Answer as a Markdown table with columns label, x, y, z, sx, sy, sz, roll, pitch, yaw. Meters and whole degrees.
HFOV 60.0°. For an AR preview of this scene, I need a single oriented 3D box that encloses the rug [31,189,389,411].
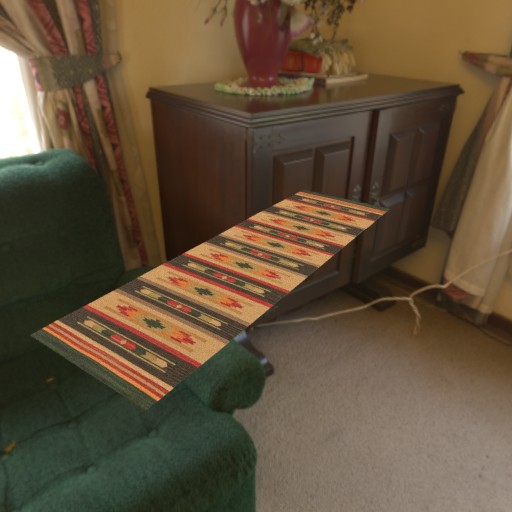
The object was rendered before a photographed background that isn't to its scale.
| label | x | y | z | sx | sy | sz | roll | pitch | yaw |
| --- | --- | --- | --- | --- | --- | --- | --- | --- | --- |
| rug | 0.000 | 0.000 | 2.682 | 0.760 | 0.009 | 2.440 | 18 | 33 | 31 |
